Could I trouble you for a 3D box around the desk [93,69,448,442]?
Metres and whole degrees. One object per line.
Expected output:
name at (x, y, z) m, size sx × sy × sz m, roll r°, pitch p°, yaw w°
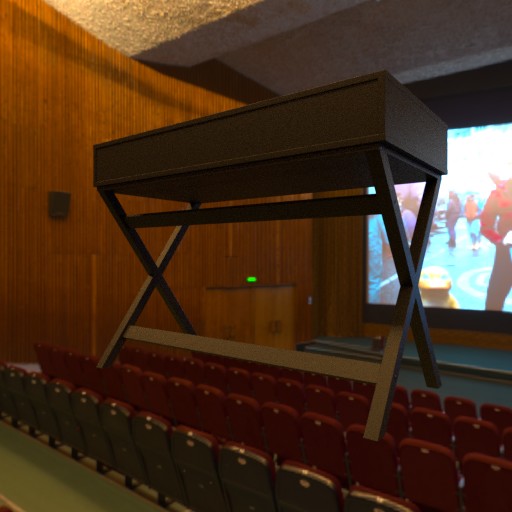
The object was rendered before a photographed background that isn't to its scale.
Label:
desk at (0.000, 0.000, 1.443) m, size 1.057 × 0.780 × 0.504 m, roll 0°, pitch 0°, yaw 37°
